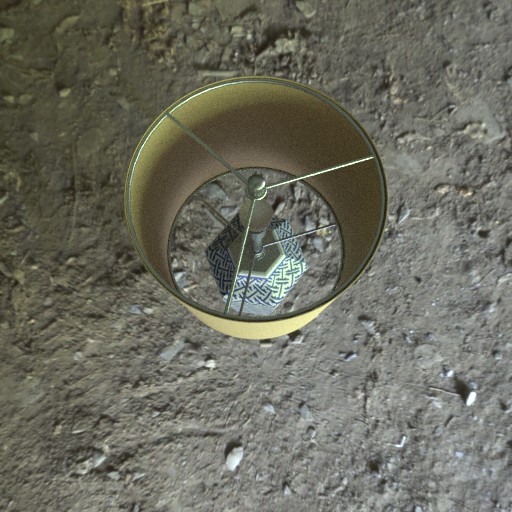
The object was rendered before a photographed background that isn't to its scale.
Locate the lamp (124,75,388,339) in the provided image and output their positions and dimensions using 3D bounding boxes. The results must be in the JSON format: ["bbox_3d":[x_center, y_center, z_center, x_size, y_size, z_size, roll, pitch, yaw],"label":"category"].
[{"bbox_3d":[0.000,0.000,0.847,0.320,0.682,0.320,12,76,3],"label":"lamp"}]
